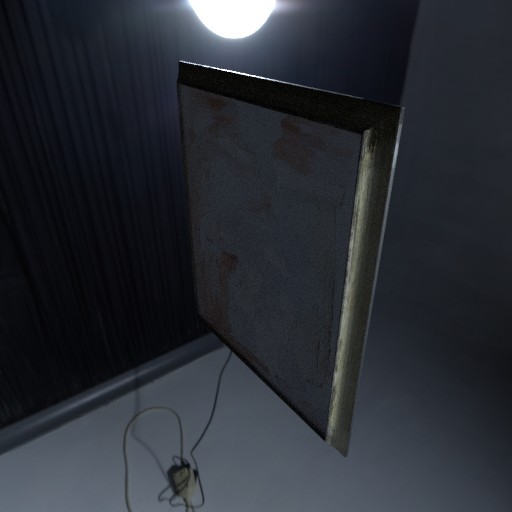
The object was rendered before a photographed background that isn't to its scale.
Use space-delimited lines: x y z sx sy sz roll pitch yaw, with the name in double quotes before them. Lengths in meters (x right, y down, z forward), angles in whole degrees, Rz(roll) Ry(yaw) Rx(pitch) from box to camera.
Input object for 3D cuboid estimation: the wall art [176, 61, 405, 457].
"wall art" 0.000 0.000 0.609 0.023 0.457 0.381 -21 36 -31
